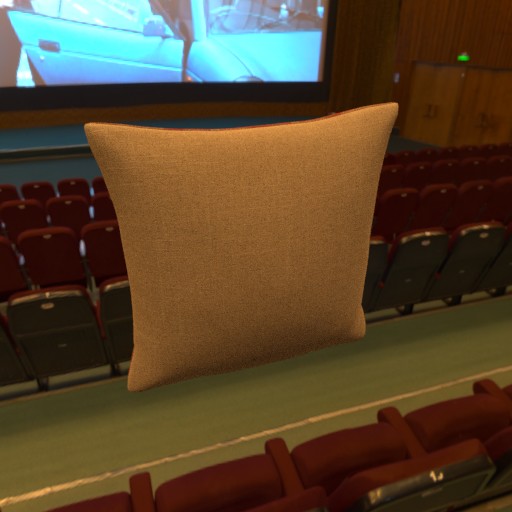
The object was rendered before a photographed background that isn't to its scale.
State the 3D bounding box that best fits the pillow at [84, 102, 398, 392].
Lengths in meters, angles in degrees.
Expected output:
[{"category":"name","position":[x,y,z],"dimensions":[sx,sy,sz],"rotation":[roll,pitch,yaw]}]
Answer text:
[{"category":"pillow","position":[0.000,0.000,0.796],"dimensions":[0.511,0.503,0.182],"rotation":[-9,29,-17]}]
